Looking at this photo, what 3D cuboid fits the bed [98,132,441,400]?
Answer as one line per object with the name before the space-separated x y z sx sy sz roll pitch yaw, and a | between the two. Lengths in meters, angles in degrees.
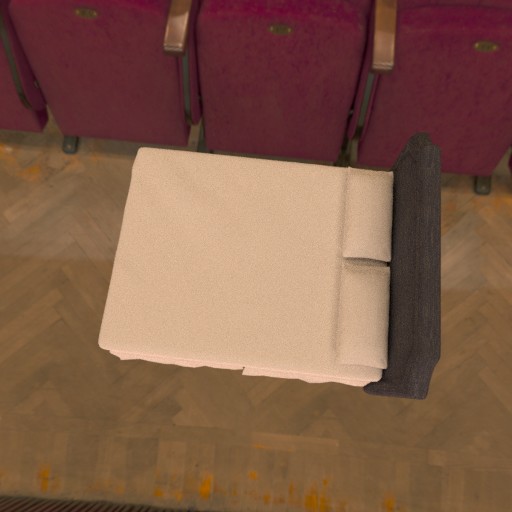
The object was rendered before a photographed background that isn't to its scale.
bed | 0.000 0.000 3.136 2.116 1.290 1.693 6 74 2
